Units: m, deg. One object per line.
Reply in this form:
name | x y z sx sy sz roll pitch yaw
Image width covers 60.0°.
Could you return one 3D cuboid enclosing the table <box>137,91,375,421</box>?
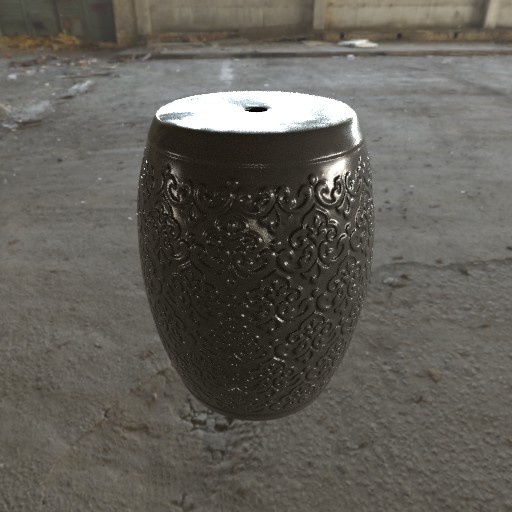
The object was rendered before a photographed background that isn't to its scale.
table | 0.000 0.000 0.613 0.309 0.397 0.309 0 30 0
